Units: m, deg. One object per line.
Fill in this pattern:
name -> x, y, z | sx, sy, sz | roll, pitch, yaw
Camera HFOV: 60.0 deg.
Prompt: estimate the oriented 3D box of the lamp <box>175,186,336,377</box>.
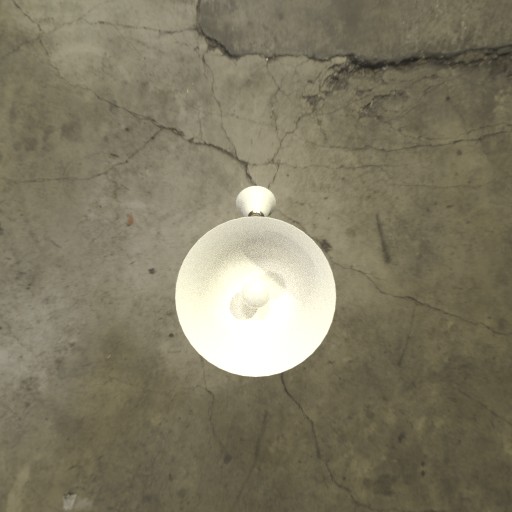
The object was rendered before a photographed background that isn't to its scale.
lamp -> 0.000, 0.000, 2.007 | 0.405, 1.785, 0.575 | 0, 91, 0
